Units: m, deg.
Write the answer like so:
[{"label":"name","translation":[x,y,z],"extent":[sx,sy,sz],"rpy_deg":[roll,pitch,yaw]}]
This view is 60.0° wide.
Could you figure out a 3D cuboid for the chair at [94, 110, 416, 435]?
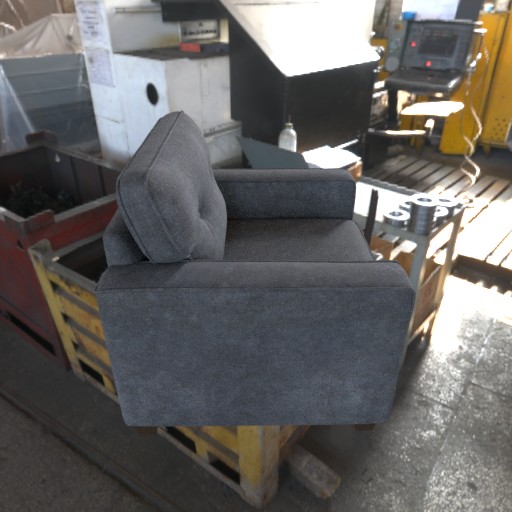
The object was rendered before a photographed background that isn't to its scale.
[{"label":"chair","translation":[0.000,0.000,1.750],"extent":[0.939,0.965,1.015],"rpy_deg":[0,31,-1]}]
